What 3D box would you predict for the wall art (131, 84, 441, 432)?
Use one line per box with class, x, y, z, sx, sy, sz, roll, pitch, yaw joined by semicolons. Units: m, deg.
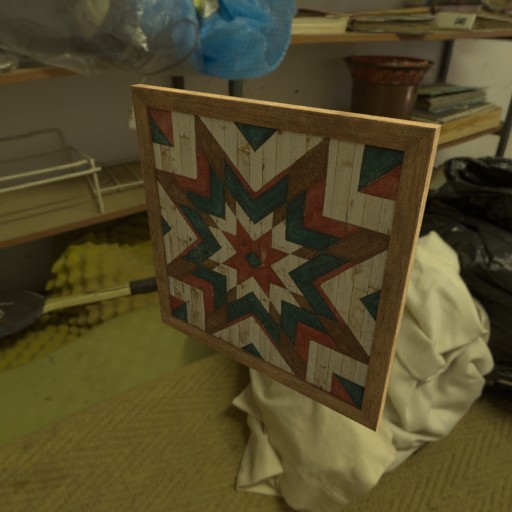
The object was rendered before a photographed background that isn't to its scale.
wall art;0.000;0.000;1.032;0.695;0.691;0.029;19;35;30
